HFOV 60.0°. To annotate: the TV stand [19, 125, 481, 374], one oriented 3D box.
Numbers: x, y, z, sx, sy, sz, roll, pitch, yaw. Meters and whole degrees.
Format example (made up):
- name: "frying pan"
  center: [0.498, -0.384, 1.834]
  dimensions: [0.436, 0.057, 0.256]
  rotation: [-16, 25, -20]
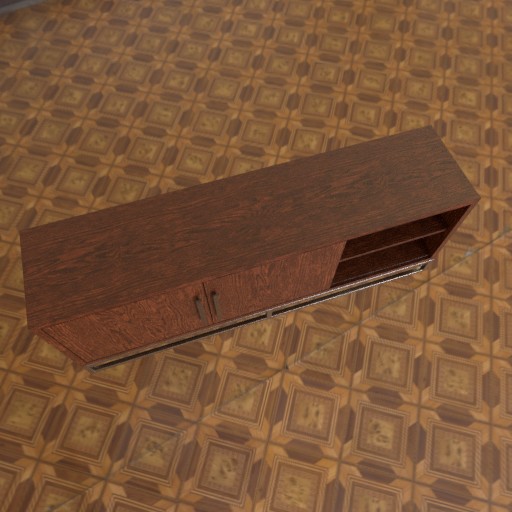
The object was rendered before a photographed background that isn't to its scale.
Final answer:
- name: "TV stand"
  center: [0.000, 0.000, 1.763]
  dimensions: [1.541, 0.578, 0.382]
  rotation: [-16, 63, -8]
